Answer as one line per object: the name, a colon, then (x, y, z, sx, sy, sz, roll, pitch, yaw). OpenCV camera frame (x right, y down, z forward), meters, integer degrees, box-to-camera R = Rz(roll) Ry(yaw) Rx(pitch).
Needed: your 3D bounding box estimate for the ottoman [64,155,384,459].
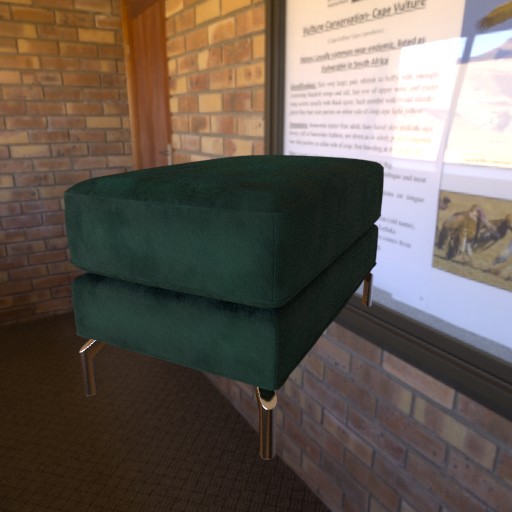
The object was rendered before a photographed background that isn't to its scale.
ottoman: (0.000, 0.000, 1.265, 0.536, 0.533, 0.886, 8, 19, 25)
